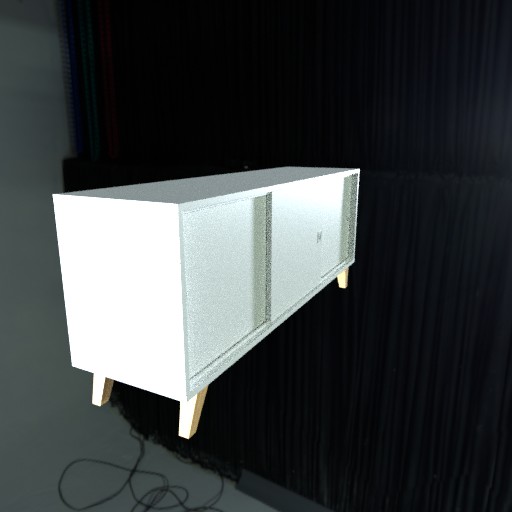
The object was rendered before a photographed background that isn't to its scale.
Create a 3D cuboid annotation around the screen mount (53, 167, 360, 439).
[{"bbox_3d":[0.000,0.000,1.768,0.400,0.619,1.490,7,16,27],"label":"screen mount"}]
